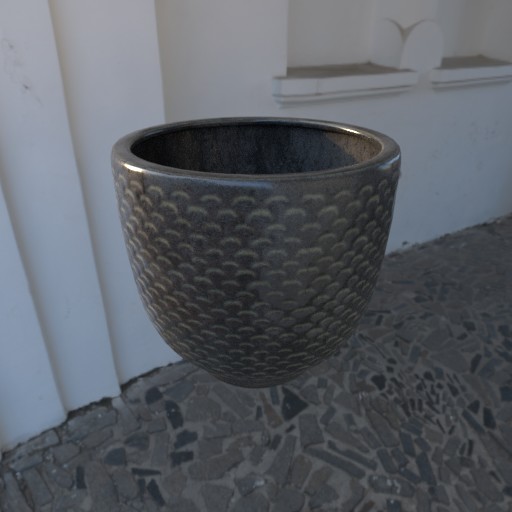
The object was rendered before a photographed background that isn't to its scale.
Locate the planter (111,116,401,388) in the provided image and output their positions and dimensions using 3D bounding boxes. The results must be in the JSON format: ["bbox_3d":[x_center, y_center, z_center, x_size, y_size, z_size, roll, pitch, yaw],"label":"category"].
[{"bbox_3d":[0.000,0.000,0.305,0.172,0.160,0.172,0,27,0],"label":"planter"}]
